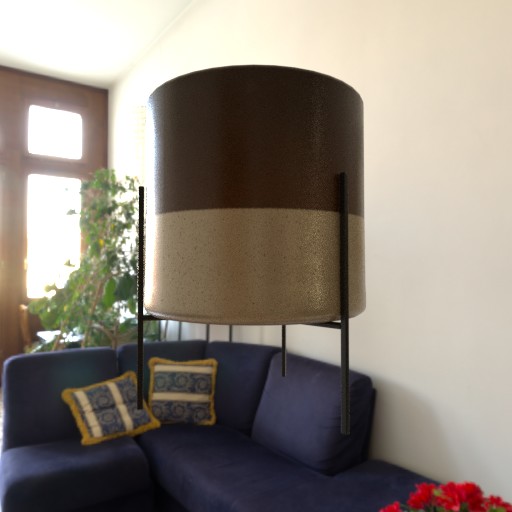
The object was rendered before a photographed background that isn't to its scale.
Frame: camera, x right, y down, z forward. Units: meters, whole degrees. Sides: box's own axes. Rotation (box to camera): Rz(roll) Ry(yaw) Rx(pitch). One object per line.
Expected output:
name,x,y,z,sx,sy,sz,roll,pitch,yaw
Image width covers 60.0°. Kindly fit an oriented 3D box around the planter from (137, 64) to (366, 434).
planter,0.000,0.000,0.714,0.345,0.465,0.354,-1,-2,19
